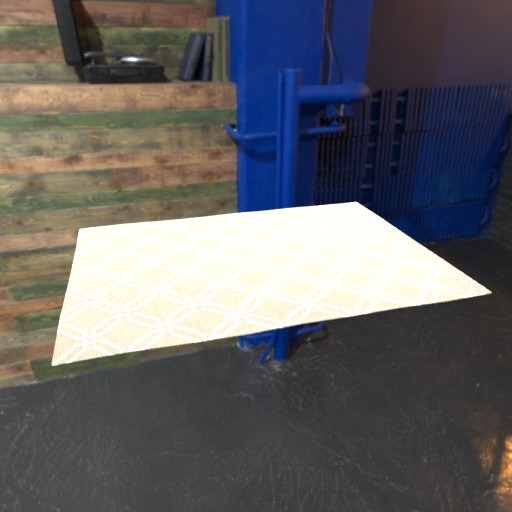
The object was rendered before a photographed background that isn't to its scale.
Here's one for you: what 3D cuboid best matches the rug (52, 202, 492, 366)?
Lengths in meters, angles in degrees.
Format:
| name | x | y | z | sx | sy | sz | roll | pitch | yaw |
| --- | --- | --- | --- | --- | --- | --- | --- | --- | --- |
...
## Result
| name | x | y | z | sx | sy | sz | roll | pitch | yaw |
| --- | --- | --- | --- | --- | --- | --- | --- | --- | --- |
| rug | 0.000 | 0.000 | 2.684 | 2.135 | 0.013 | 1.524 | -7 | 26 | -14 |
